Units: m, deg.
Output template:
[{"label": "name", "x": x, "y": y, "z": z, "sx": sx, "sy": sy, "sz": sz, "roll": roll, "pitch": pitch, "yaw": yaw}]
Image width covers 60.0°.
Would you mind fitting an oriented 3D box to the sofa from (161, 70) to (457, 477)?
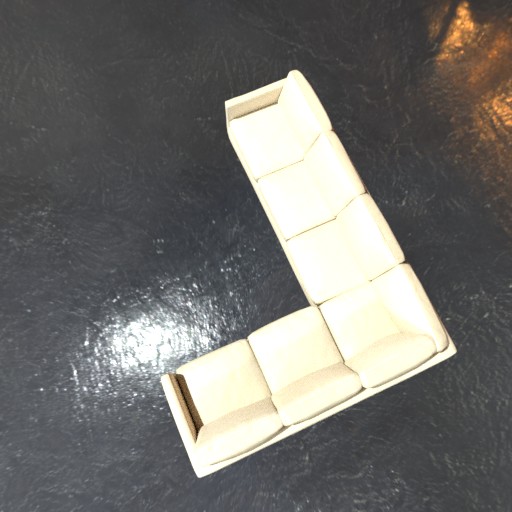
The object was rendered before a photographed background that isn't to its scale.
[{"label": "sofa", "x": 0.000, "y": 0.000, "z": 4.490, "sx": 2.593, "sy": 0.947, "sz": 3.302, "roll": -23, "pitch": 76, "yaw": -6}]
